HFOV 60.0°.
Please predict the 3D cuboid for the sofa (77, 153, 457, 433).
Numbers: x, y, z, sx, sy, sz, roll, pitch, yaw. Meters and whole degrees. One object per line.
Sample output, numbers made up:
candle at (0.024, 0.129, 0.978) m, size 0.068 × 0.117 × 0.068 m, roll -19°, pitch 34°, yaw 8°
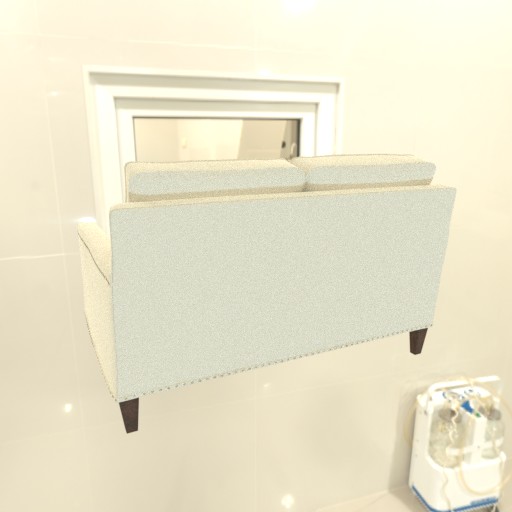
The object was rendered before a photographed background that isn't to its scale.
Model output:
sofa at (0.000, 0.000, 2.215) m, size 1.597 × 1.003 × 1.084 m, roll -7°, pitch 16°, yaw -25°
